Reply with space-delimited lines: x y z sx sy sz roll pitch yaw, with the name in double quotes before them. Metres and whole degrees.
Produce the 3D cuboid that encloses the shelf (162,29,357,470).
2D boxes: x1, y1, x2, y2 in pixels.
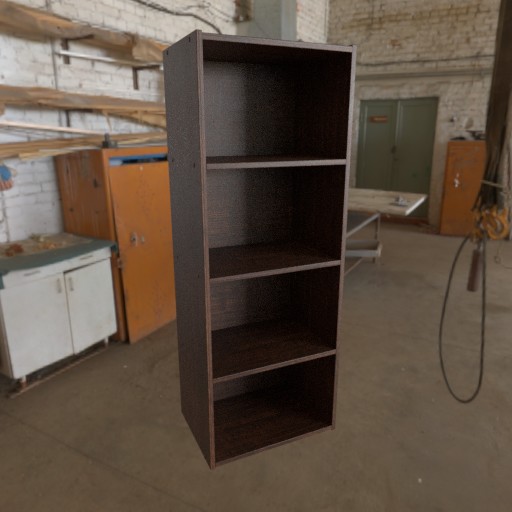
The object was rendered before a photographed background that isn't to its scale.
"shelf" 0.000 0.000 1.277 0.415 1.099 0.290 -7 17 -24
